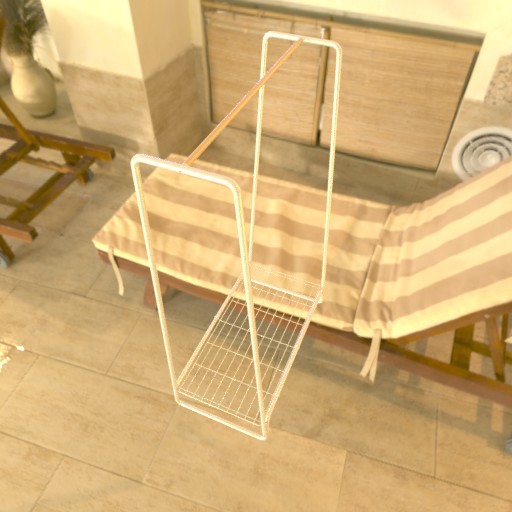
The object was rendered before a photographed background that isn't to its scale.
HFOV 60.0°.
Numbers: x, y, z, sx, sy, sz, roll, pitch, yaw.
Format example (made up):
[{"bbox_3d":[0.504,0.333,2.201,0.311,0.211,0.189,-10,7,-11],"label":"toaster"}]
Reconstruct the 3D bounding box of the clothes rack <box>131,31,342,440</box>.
[{"bbox_3d":[0.000,0.000,1.899,0.495,1.500,0.900,18,49,16],"label":"clothes rack"}]
